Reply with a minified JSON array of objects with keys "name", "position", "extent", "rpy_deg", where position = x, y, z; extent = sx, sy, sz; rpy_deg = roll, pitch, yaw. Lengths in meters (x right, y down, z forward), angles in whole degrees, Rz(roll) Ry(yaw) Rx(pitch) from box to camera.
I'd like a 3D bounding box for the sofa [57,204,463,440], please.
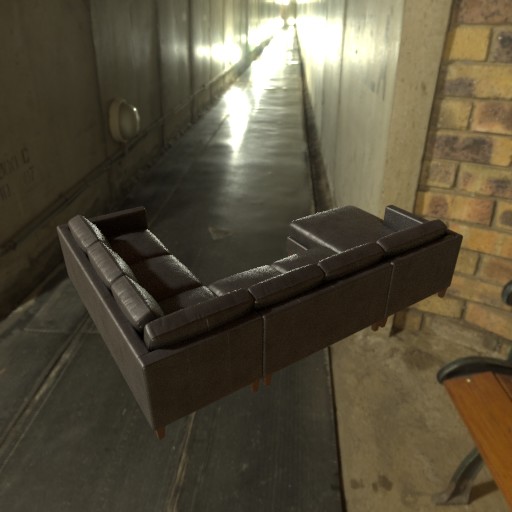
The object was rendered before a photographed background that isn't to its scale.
[{"name":"sofa","position":[0.000,0.000,4.618],"extent":[3.324,0.891,2.452],"rpy_deg":[-18,35,-28]}]
